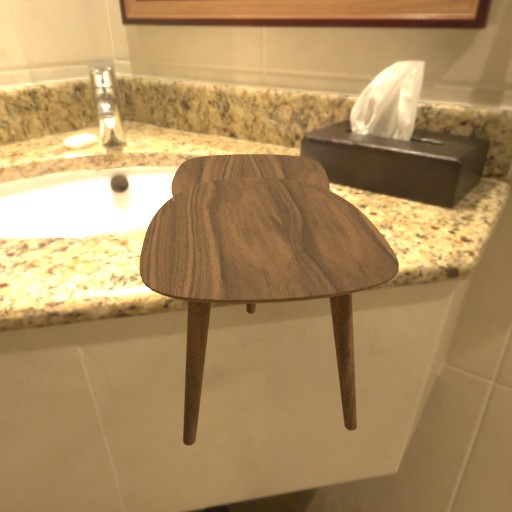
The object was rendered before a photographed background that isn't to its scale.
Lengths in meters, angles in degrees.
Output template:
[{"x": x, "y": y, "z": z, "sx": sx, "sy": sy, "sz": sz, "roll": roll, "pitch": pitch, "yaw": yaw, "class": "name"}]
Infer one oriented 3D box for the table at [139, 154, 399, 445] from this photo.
[{"x": 0.000, "y": 0.000, "z": 1.334, "sx": 0.527, "sy": 0.429, "sz": 1.084, "roll": -1, "pitch": 29, "yaw": -3, "class": "table"}]
